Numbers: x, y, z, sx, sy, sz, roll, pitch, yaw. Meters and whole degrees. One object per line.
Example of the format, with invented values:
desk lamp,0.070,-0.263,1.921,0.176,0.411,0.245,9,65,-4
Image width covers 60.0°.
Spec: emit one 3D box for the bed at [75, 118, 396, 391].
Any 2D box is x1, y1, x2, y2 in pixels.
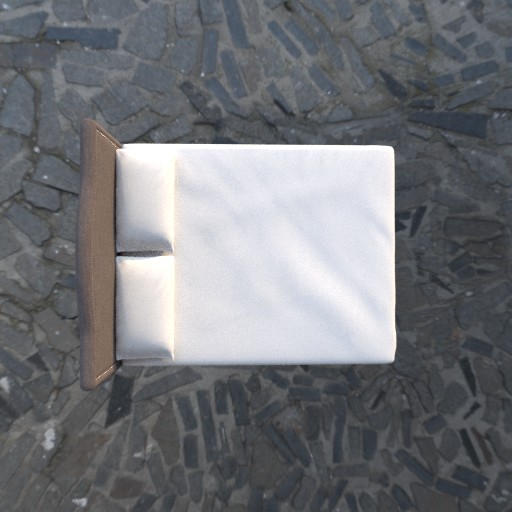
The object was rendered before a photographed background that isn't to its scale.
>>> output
bed,0.000,0.000,3.989,2.689,1.457,2.161,0,90,-2
